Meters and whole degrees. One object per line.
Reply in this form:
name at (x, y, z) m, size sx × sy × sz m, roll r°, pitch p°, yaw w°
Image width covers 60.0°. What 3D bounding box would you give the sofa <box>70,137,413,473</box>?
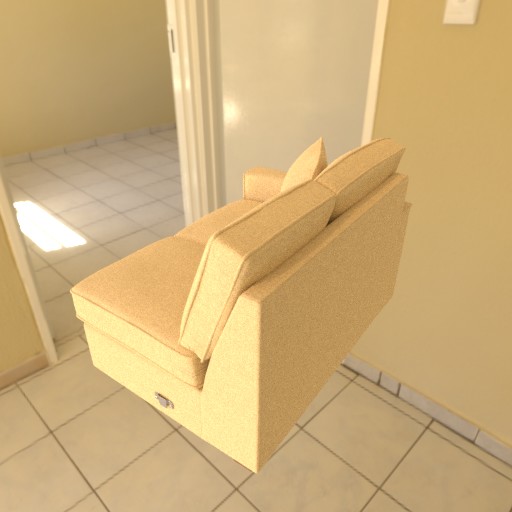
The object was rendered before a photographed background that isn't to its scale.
sofa at (0.000, 0.000, 2.086) m, size 0.991 × 0.989 × 1.388 m, roll 20°, pitch 36°, yaw 30°
